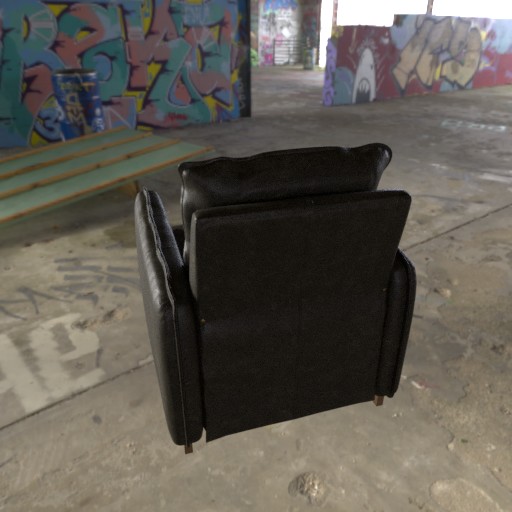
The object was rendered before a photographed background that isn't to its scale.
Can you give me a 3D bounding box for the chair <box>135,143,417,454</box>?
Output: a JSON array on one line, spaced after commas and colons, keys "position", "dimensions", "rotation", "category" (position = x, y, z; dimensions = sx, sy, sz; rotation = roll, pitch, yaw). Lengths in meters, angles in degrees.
[{"position": [0.000, 0.000, 1.615], "dimensions": [0.830, 0.921, 0.921], "rotation": [-8, 28, -15], "category": "chair"}]
